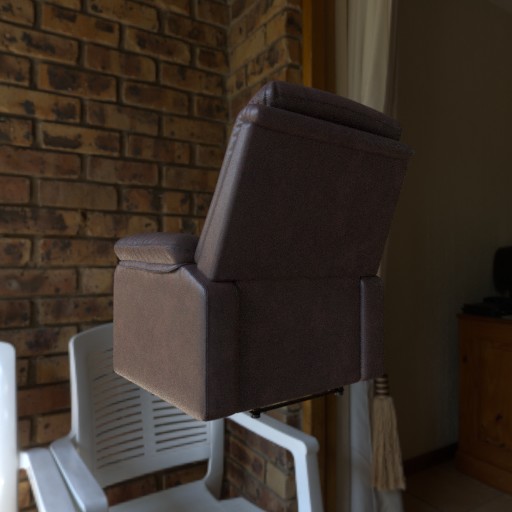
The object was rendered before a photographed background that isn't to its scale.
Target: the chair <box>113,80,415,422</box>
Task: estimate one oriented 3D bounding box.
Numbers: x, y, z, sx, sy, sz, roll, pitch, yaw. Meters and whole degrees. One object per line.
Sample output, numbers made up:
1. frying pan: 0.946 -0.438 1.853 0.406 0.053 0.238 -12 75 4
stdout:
1. chair: 0.000 0.000 1.663 0.855 0.992 0.919 0 -1 -37
